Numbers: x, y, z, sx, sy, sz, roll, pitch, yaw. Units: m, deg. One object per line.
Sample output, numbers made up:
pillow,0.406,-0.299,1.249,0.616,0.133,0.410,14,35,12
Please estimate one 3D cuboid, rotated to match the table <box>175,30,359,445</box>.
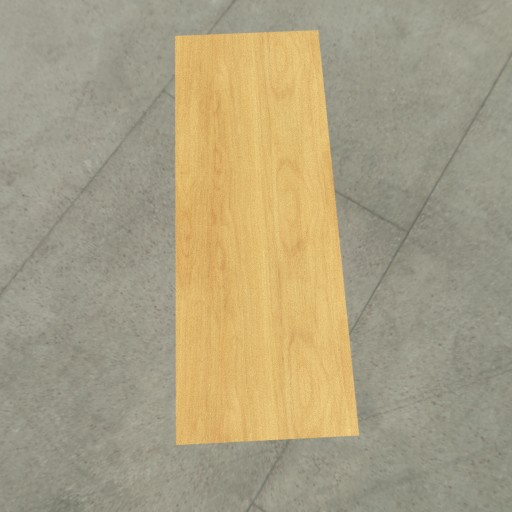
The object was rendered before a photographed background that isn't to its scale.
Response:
table,0.000,0.000,1.284,0.340,0.728,0.900,-3,75,-1
